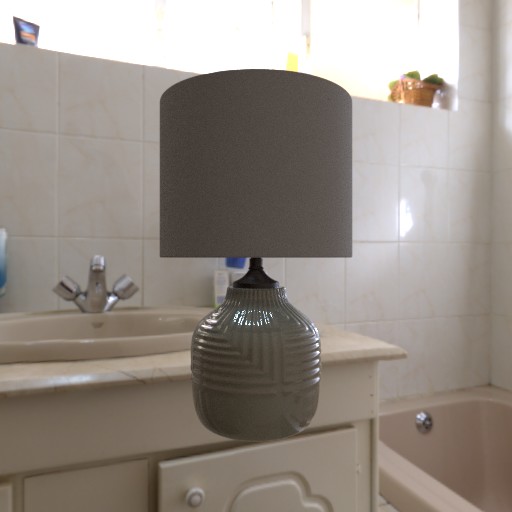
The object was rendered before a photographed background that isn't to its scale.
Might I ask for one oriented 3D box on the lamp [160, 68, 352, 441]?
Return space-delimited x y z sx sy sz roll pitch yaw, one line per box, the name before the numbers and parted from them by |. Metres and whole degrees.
lamp | 0.000 0.000 0.747 0.318 0.567 0.318 0 0 0
